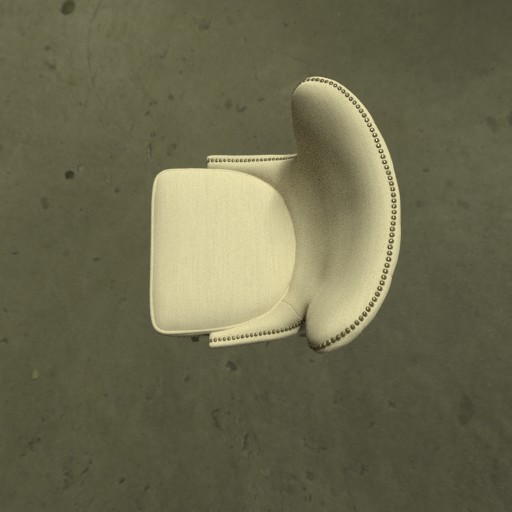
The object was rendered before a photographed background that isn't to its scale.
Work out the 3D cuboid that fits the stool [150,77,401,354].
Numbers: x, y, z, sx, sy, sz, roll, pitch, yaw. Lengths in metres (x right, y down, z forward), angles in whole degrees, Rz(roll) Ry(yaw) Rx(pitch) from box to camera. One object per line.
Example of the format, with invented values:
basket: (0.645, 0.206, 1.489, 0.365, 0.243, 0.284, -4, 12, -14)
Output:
stool: (0.000, 0.000, 1.361, 0.597, 0.972, 0.615, -2, 76, -1)
